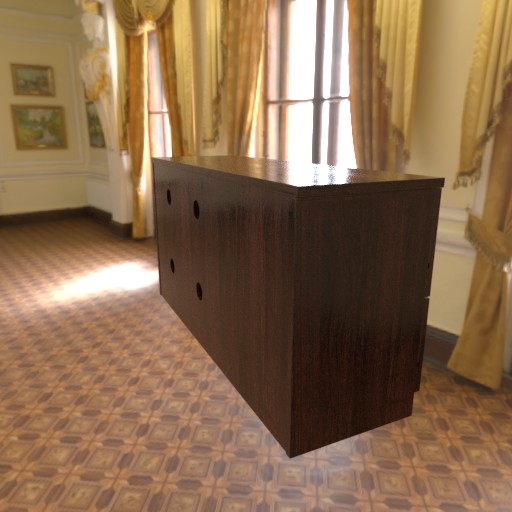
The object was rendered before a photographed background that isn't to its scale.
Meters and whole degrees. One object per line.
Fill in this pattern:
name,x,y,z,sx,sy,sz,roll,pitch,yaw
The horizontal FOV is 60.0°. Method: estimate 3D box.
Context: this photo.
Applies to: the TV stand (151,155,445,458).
TV stand,0.000,0.000,1.512,0.404,0.614,1.192,-7,17,-25
